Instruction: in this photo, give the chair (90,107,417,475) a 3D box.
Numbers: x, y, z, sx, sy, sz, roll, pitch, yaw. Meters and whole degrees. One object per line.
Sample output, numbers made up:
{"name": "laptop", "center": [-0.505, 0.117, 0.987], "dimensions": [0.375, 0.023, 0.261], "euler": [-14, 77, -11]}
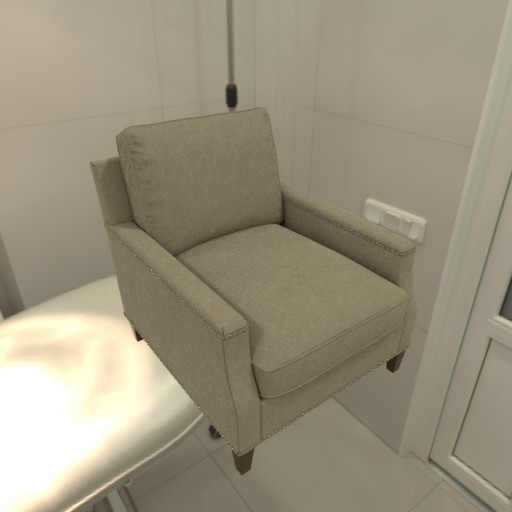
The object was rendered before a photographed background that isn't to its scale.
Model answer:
{"name": "chair", "center": [0.000, 0.000, 1.724], "dimensions": [0.853, 0.943, 1.014], "euler": [-20, 35, -31]}
